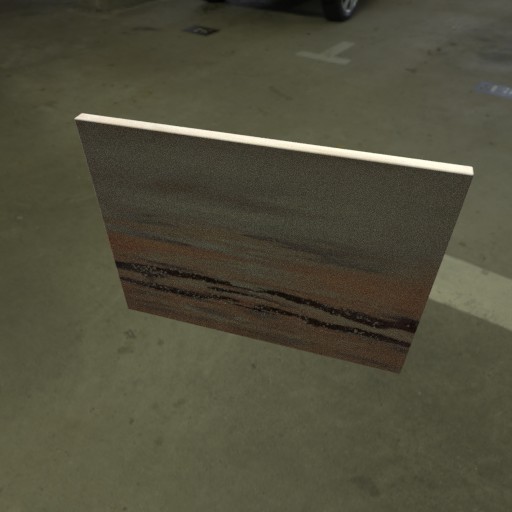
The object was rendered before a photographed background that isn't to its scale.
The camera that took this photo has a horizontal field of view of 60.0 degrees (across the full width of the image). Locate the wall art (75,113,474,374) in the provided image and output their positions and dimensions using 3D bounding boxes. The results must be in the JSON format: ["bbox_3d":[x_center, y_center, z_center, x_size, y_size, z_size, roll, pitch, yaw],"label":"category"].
[{"bbox_3d":[0.000,0.000,1.349,1.015,0.763,0.038,11,42,12],"label":"wall art"}]
